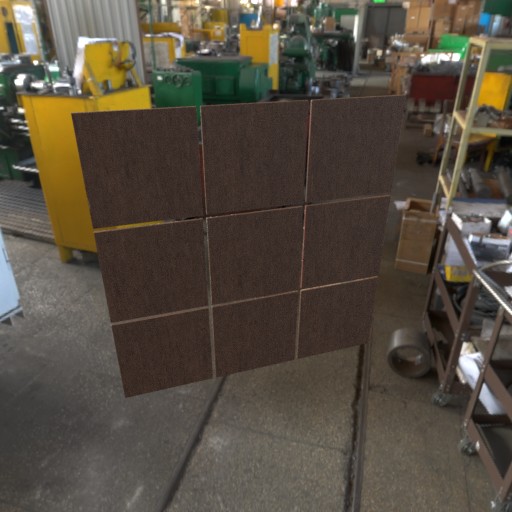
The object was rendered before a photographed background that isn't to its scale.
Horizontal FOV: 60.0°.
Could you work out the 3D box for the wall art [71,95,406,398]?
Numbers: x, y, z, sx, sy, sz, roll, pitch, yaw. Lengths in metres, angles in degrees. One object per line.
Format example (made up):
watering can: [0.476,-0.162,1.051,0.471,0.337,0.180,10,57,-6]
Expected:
wall art: [0.000,0.000,2.308,1.527,1.525,0.014,-9,29,-16]
